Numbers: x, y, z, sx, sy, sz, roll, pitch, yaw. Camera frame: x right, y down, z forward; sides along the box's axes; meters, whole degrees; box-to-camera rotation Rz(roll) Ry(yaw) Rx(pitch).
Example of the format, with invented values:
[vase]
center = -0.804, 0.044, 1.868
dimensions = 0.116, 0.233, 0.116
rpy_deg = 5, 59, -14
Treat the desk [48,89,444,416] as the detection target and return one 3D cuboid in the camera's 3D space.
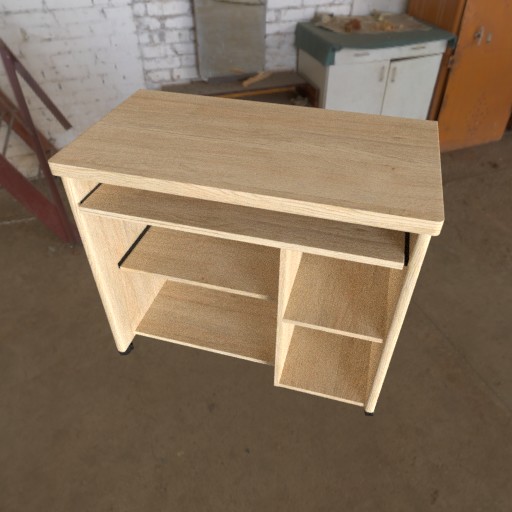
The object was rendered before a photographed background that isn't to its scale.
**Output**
[desk]
center = 0.000, 0.000, 1.365
dimensions = 0.885, 0.770, 0.480
rpy_deg = 10, 42, 12
